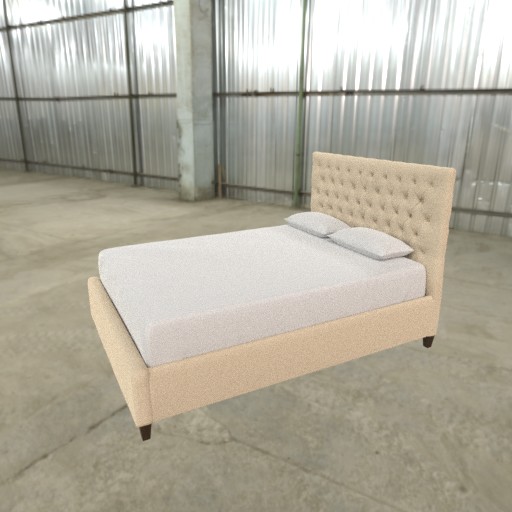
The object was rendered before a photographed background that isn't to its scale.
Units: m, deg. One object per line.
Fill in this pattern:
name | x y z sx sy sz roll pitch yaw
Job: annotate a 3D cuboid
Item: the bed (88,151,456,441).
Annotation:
bed | 0.000 0.000 3.523 2.387 1.427 1.698 -9 20 -26
